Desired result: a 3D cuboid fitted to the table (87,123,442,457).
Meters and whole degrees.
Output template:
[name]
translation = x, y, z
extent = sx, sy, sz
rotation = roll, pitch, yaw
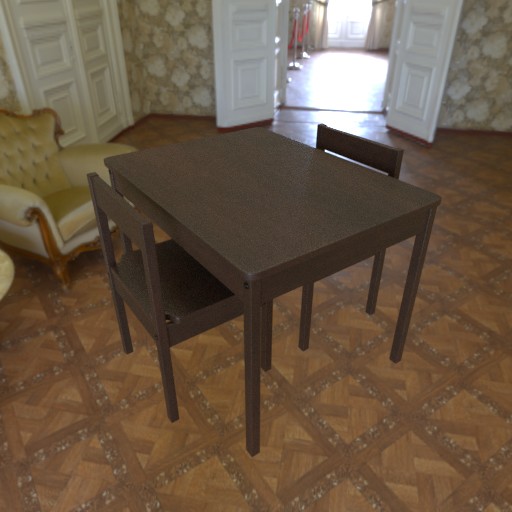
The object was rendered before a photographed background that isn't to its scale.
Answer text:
[table]
translation = 0.000, 0.000, 1.126
extent = 0.672, 0.503, 0.650
rotation = -21, 37, -30
